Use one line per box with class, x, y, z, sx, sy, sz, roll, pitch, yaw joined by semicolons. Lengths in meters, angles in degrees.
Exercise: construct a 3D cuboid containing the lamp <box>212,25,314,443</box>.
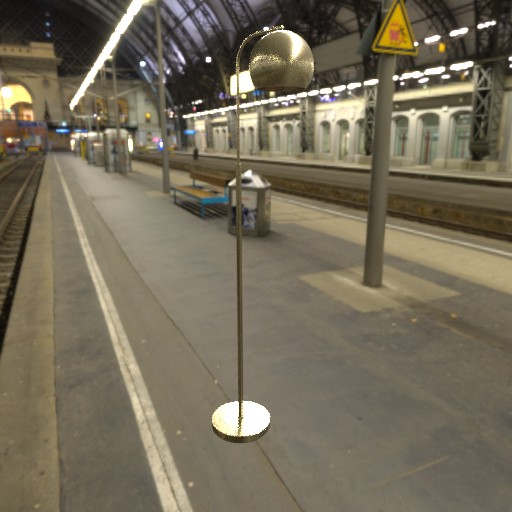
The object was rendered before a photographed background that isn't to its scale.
lamp;0.000;0.000;1.649;0.431;1.526;0.250;14;20;43
